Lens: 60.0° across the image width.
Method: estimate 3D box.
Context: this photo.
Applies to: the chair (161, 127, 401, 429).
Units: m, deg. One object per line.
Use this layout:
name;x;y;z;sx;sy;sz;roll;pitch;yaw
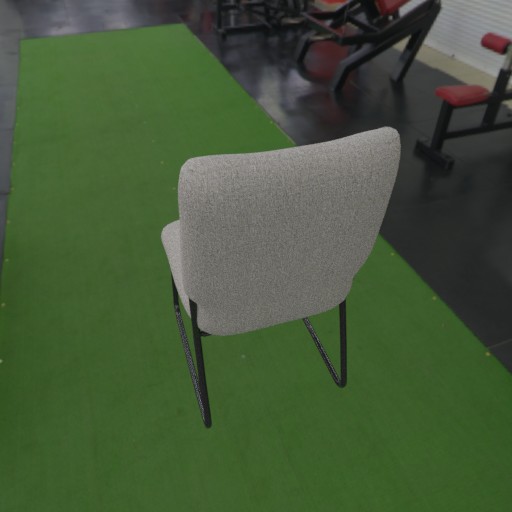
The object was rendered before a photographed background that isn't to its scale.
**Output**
chair;0.000;0.000;1.176;0.448;0.864;0.560;-12;43;-14
